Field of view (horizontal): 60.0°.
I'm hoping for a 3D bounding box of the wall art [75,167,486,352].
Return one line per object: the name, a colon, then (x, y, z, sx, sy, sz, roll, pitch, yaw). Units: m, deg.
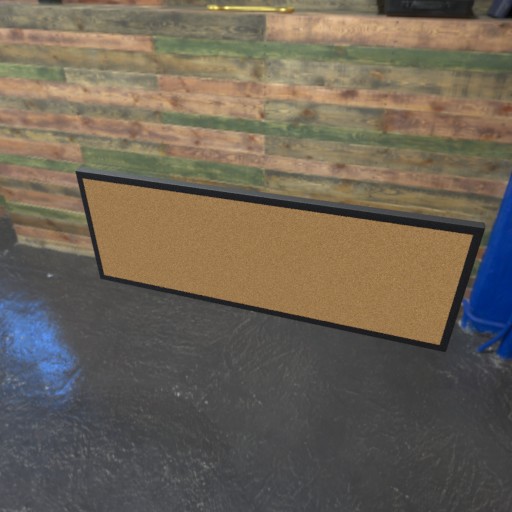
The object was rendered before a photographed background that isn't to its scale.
wall art: (0.000, 0.000, 1.802, 1.572, 0.554, 0.041, 10, 34, 15)
